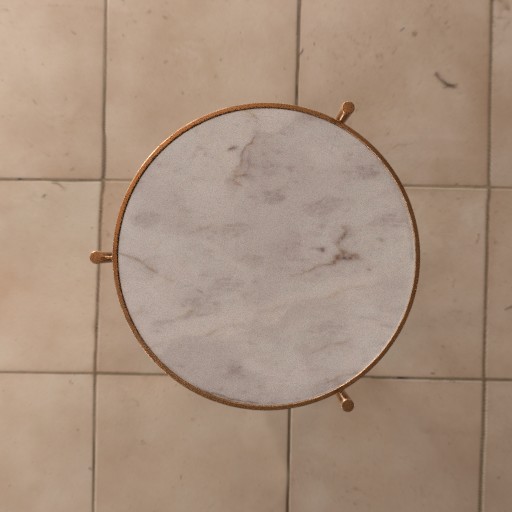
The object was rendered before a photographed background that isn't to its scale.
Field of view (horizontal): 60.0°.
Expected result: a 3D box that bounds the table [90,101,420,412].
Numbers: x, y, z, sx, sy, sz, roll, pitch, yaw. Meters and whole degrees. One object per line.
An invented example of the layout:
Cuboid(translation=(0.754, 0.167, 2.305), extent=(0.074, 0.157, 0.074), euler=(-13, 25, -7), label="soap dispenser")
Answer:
Cuboid(translation=(0.000, 0.000, 0.849), extent=(0.456, 0.493, 0.430), euler=(0, 90, -1), label="table")
